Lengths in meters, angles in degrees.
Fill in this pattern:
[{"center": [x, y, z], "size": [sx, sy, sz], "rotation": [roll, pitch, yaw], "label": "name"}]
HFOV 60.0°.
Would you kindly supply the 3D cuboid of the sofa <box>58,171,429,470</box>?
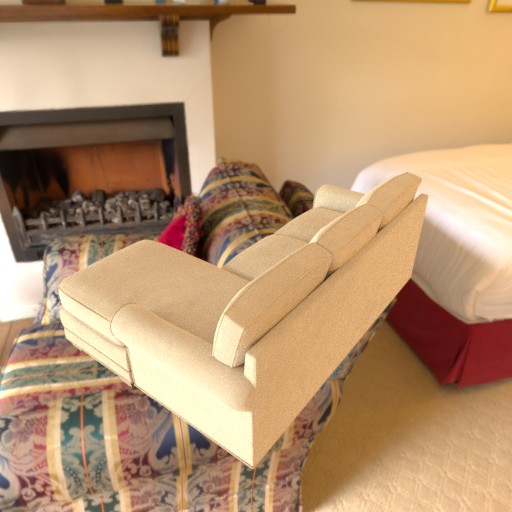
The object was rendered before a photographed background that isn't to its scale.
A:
[{"center": [0.000, 0.000, 2.381], "size": [1.226, 0.734, 1.770], "rotation": [22, 38, 31], "label": "sofa"}]
